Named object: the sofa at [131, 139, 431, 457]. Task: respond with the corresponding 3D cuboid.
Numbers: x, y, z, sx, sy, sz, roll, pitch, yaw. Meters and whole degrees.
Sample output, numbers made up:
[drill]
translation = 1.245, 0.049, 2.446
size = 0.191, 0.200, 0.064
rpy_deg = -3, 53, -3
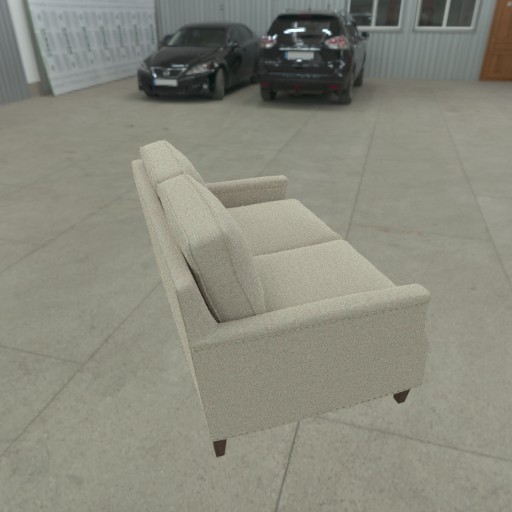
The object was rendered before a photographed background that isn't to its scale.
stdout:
[sofa]
translation = 0.000, 0.000, 2.338
size = 1.084, 1.003, 1.597
rpy_deg = -9, 30, -17
